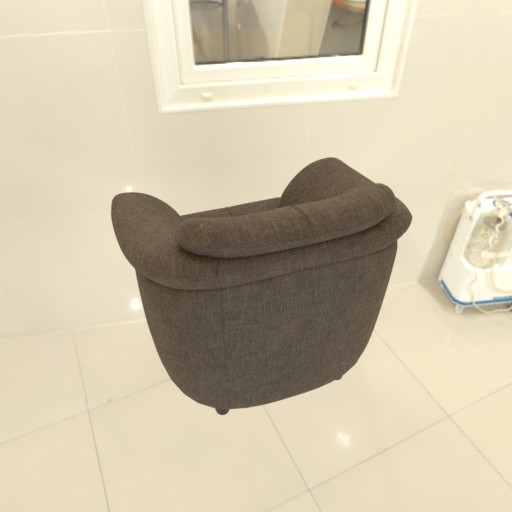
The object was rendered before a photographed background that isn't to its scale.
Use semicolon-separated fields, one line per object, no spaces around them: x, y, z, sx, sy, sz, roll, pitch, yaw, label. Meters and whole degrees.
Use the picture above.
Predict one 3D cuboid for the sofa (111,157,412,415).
0.000;0.000;1.504;0.870;0.811;0.794;-12;42;-14;sofa
